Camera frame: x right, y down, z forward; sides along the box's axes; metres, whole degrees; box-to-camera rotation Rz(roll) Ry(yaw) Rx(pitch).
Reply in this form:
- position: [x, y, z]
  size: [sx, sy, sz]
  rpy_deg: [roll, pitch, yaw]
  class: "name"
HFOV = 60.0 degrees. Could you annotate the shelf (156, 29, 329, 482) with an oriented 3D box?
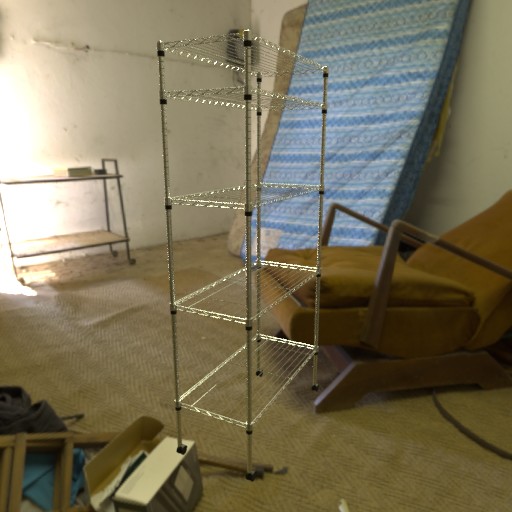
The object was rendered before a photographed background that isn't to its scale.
- position: [0.000, 0.000, 1.900]
  size: [0.356, 1.587, 0.762]
  rpy_deg: [7, 16, 27]
  class: "shelf"
